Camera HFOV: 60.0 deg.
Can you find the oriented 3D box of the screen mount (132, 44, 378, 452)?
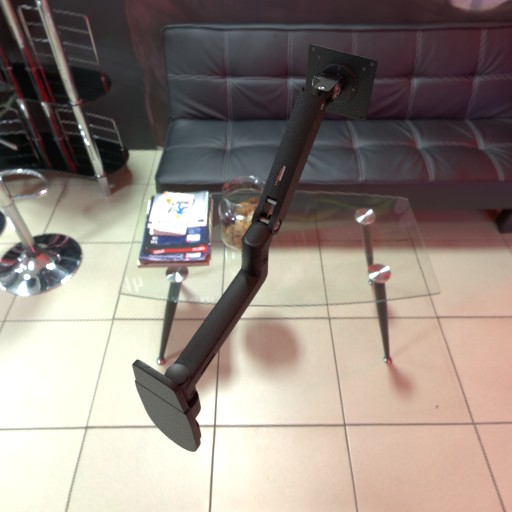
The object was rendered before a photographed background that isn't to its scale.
[{"bbox_3d":[0.000,0.000,0.706,0.115,0.466,0.495,25,52,21],"label":"screen mount"}]
